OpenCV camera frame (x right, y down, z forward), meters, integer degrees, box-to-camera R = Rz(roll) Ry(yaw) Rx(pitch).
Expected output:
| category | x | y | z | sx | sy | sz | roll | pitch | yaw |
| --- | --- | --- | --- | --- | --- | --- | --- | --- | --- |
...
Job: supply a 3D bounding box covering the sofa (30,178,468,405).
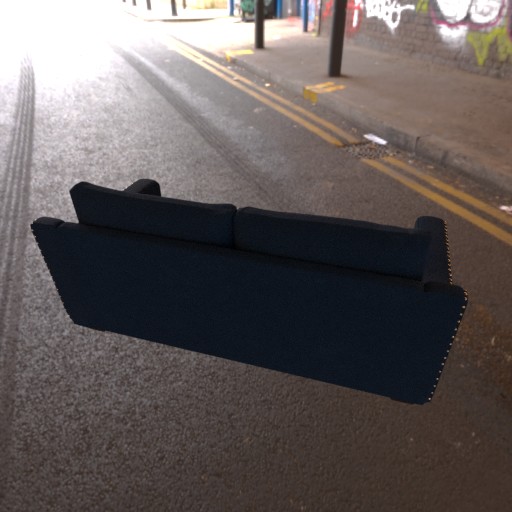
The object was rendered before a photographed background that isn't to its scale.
| category | x | y | z | sx | sy | sz | roll | pitch | yaw |
| --- | --- | --- | --- | --- | --- | --- | --- | --- | --- |
| sofa | 0.000 | 0.000 | 2.630 | 2.107 | 0.983 | 1.104 | 10 | 34 | 15 |
